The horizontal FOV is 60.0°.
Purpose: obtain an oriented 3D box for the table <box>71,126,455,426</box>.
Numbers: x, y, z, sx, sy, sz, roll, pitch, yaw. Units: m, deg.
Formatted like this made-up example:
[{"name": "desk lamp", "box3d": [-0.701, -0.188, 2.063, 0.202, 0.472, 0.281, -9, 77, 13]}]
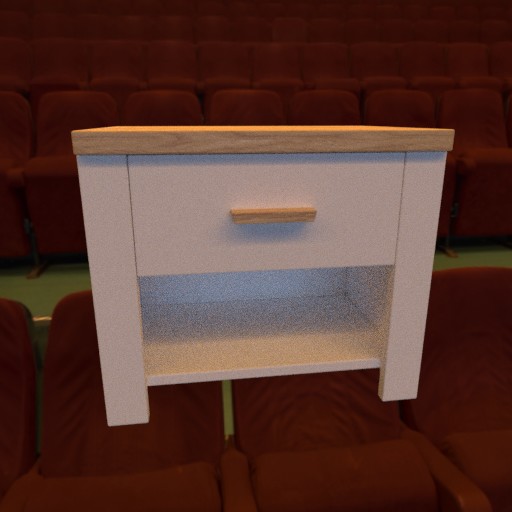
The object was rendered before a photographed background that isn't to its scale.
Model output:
[{"name": "table", "box3d": [0.000, 0.000, 0.791, 0.500, 0.440, 0.360, -2, 17, -8]}]
